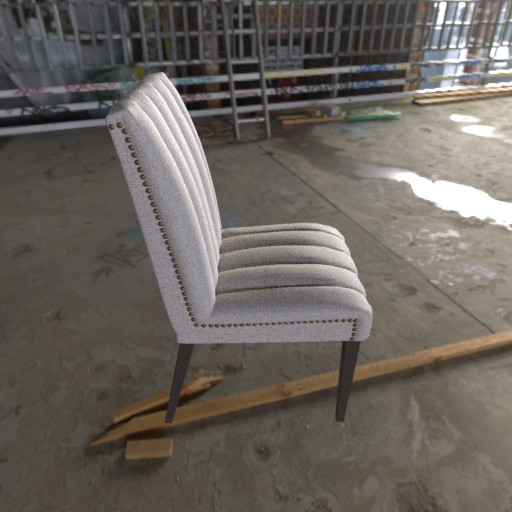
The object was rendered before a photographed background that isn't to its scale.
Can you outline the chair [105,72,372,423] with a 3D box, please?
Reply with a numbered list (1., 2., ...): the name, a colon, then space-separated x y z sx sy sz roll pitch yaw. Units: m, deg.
1. chair: 0.000 0.000 1.382 0.647 1.016 0.511 -1 32 -1
